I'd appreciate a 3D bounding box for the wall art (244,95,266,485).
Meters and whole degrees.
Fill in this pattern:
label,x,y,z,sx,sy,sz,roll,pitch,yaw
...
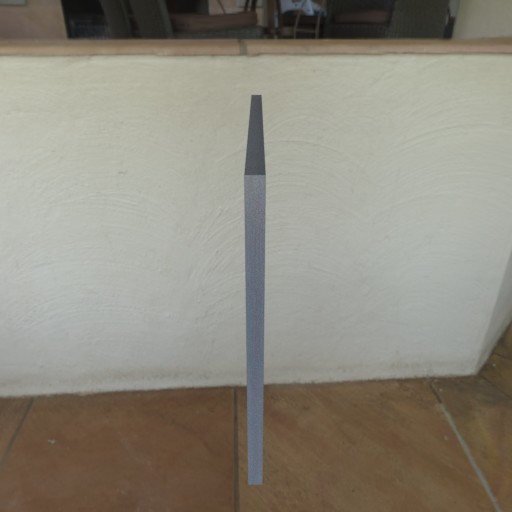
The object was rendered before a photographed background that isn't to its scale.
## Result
label,x,y,z,sx,sy,sz,roll,pitch,yaw
wall art,0.000,0.000,0.938,0.026,0.558,0.660,0,28,0
